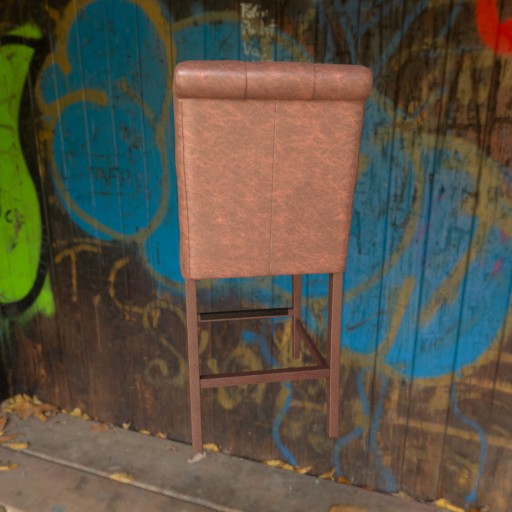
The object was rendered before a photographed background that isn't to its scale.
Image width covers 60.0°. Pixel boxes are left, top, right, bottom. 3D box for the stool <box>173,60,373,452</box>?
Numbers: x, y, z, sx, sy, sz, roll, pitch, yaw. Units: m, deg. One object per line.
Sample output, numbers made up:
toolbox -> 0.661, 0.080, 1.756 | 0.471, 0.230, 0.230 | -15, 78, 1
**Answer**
stool -> 0.000, 0.000, 1.436 | 0.486, 1.084, 0.660 | -2, 16, -9
